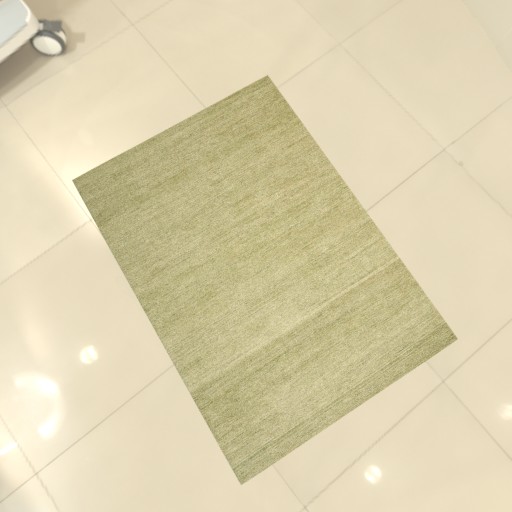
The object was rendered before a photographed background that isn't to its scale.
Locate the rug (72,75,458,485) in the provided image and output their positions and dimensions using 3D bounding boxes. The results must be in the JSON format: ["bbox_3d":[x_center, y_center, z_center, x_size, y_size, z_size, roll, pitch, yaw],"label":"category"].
[{"bbox_3d":[0.000,0.000,2.940,1.606,0.017,2.270,-31,78,-8],"label":"rug"}]
